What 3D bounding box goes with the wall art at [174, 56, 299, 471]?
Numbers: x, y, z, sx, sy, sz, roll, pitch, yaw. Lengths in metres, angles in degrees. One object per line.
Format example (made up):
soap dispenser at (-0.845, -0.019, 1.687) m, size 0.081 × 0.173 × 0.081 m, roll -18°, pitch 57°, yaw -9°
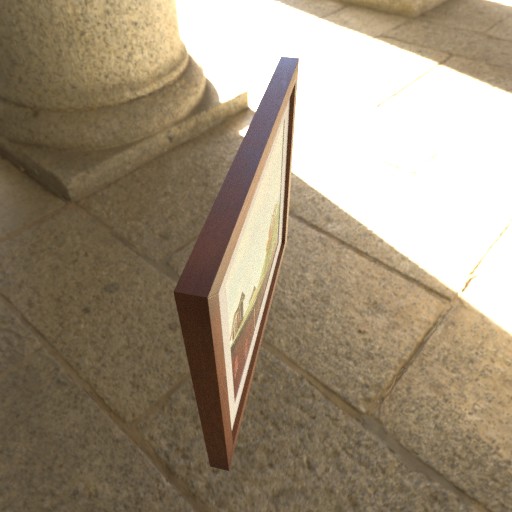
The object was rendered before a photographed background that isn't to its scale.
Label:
wall art at (0.000, 0.000, 0.764) m, size 0.033 × 0.457 × 0.558 m, roll 9°, pitch 47°, yaw 9°
